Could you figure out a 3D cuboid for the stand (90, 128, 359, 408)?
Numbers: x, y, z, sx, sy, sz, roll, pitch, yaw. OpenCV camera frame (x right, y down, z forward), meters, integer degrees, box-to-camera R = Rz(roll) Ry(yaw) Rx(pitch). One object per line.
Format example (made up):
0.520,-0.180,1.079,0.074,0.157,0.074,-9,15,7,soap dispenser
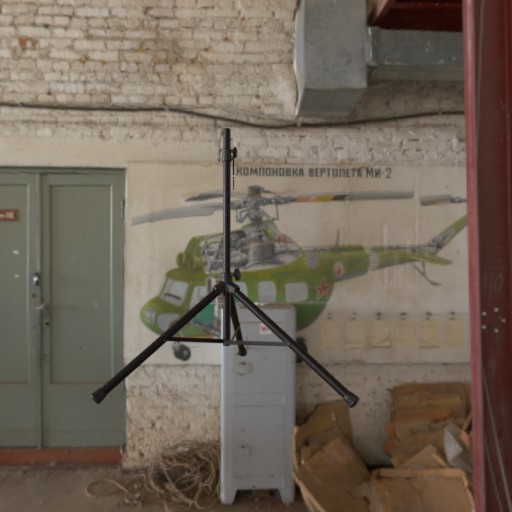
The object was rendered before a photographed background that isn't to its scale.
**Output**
0.000,0.000,1.892,0.907,1.136,1.045,0,-1,34,stand
